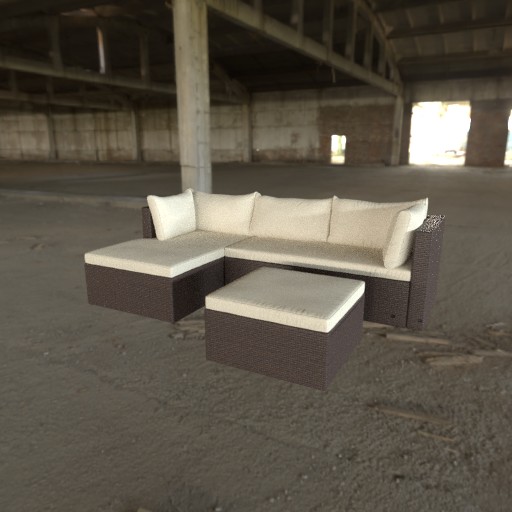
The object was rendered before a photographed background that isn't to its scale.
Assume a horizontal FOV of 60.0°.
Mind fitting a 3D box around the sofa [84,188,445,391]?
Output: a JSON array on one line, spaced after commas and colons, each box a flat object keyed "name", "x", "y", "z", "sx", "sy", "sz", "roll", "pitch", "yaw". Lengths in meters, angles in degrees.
[{"name": "sofa", "x": 0.000, "y": 0.000, "z": 3.013, "sx": 2.192, "sy": 0.766, "sz": 1.612, "roll": 8, "pitch": 16, "yaw": 27}]
